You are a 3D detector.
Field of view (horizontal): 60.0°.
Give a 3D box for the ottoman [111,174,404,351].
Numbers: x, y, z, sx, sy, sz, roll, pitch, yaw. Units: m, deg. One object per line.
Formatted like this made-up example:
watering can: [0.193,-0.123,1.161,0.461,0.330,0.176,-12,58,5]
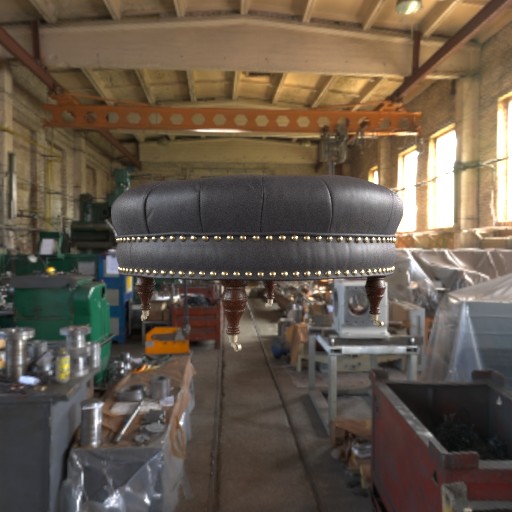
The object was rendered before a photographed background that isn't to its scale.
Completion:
ottoman: [0.000,0.000,1.422,0.901,0.439,0.901,0,1,0]
